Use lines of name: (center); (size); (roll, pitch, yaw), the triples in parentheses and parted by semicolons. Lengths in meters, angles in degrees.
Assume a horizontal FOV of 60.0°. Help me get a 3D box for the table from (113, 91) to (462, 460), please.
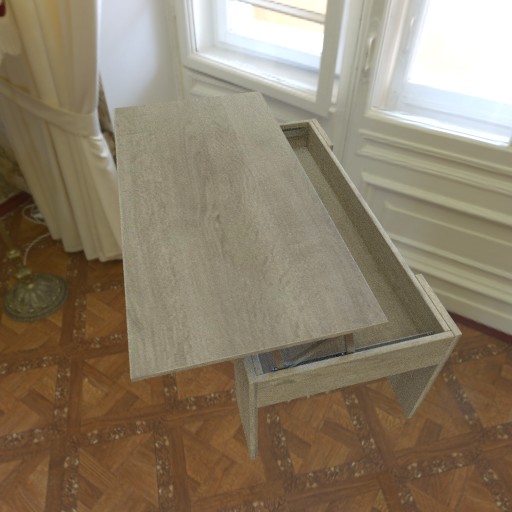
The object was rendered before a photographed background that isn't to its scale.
table: (0.000, 0.000, 1.383); (0.711, 0.570, 1.000); (-10, 47, -10)
